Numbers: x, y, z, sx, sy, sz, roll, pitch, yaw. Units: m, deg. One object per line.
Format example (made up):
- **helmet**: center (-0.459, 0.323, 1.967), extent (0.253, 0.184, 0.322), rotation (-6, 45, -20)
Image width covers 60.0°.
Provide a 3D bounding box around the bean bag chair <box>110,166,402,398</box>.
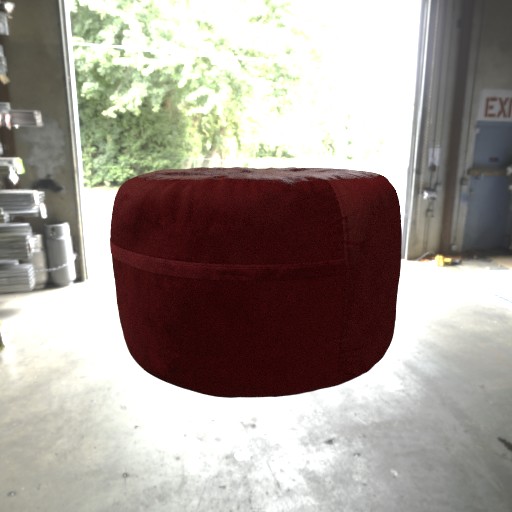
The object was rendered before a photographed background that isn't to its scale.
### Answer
- **bean bag chair**: center (0.000, 0.000, 1.958), extent (1.219, 0.762, 1.219), rotation (0, 13, 0)
